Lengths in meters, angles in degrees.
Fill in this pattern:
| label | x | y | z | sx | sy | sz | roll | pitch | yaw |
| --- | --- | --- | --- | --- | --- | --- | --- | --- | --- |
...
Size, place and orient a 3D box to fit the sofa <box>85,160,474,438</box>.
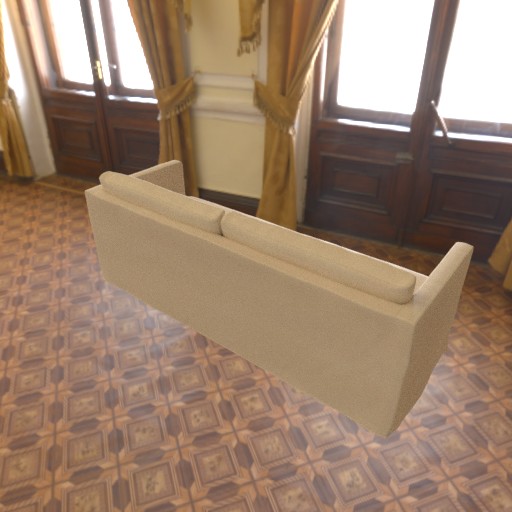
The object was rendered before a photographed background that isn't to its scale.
| label | x | y | z | sx | sy | sz | roll | pitch | yaw |
| --- | --- | --- | --- | --- | --- | --- | --- | --- | --- |
| sofa | 0.000 | 0.000 | 3.355 | 2.779 | 0.999 | 1.036 | 22 | 37 | 32 |
